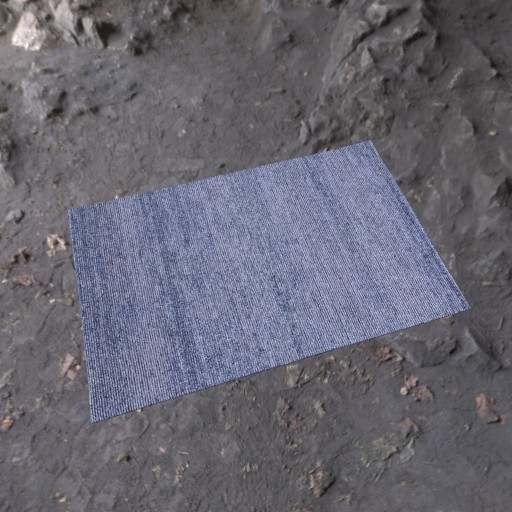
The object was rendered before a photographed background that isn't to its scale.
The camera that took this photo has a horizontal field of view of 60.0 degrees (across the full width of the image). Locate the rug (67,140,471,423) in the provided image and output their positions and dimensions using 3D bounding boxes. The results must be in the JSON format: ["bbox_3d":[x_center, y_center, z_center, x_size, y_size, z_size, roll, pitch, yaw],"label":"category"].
[{"bbox_3d":[0.000,0.000,2.229,1.777,0.021,1.145,-14,60,-9],"label":"rug"}]
